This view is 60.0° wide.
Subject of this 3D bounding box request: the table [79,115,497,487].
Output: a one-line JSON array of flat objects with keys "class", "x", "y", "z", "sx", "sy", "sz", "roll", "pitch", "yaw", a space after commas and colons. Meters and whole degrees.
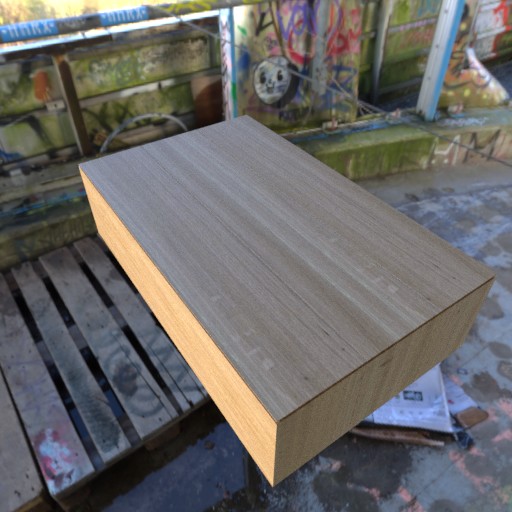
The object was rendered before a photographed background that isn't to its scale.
[{"class": "table", "x": 0.000, "y": 0.000, "z": 1.402, "sx": 0.678, "sy": 0.353, "sz": 1.110, "roll": -25, "pitch": 47, "yaw": -25}]
